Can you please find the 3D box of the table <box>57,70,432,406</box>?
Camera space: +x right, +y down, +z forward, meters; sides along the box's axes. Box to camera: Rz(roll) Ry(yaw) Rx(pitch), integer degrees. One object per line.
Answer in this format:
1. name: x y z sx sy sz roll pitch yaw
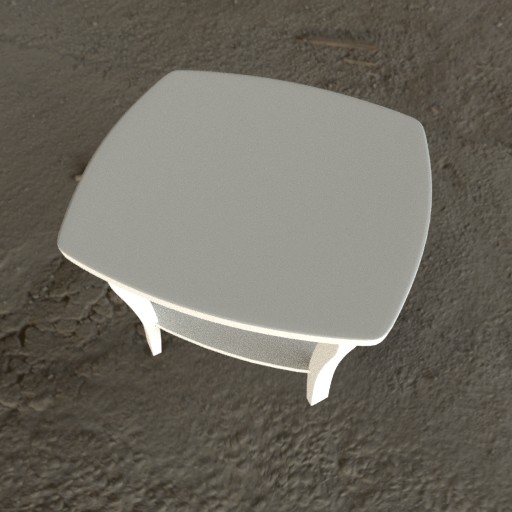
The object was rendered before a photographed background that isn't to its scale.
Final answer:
1. table: 0.000 0.000 0.835 0.502 0.438 0.451 15 60 9
